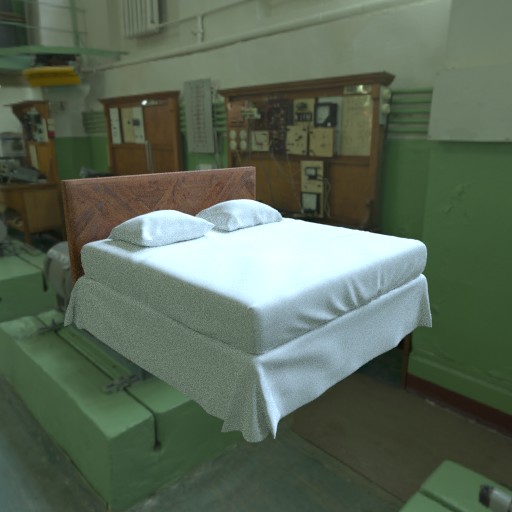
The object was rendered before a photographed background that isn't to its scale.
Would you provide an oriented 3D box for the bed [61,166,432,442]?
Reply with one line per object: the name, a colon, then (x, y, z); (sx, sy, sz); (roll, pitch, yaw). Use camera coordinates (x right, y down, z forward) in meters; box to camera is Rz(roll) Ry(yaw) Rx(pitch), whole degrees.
bed: (0.000, 0.000, 3.447); (2.165, 1.158, 2.255); (15, 21, 42)
